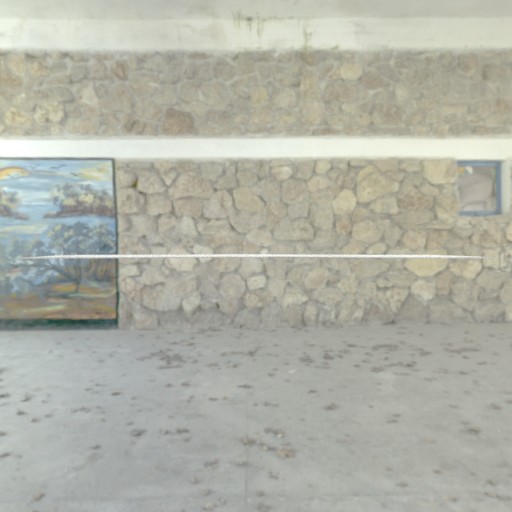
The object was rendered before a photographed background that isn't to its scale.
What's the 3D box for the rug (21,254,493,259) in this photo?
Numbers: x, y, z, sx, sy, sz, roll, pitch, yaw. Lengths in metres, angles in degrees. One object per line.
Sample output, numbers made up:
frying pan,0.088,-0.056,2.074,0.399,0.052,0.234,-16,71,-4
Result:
rug,0.000,0.000,2.535,2.346,0.013,0.712,0,1,0
